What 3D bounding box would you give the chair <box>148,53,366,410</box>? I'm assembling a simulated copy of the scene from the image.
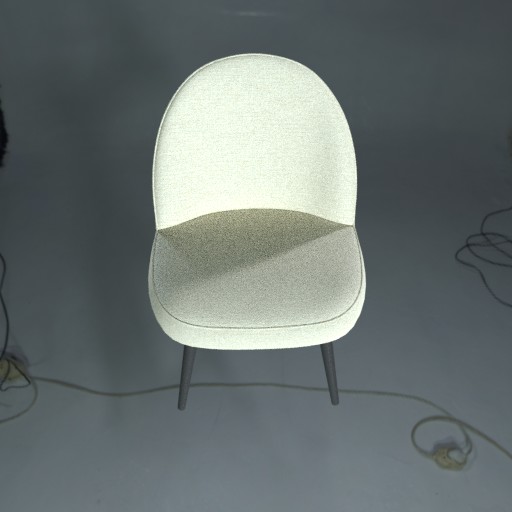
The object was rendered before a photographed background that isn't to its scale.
[{"bbox_3d":[0.000,0.000,1.160,0.532,0.838,0.540,-1,47,-1],"label":"chair"}]
